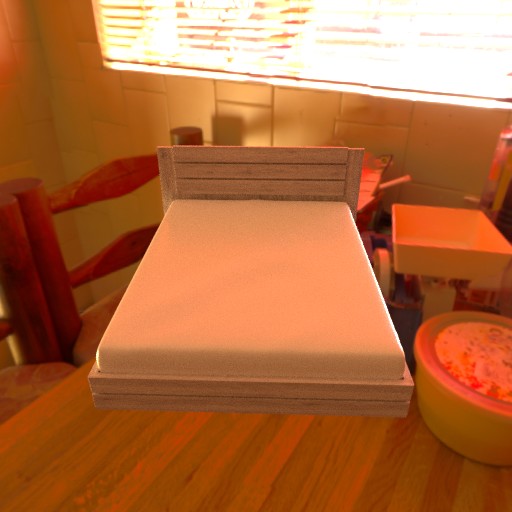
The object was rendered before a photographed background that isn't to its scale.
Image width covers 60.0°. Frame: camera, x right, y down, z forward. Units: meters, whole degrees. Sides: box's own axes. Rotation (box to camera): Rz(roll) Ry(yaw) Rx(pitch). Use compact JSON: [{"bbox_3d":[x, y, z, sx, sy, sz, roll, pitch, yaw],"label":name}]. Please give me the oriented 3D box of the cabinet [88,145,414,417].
[{"bbox_3d":[0.000,0.000,3.078,1.750,0.970,2.080,1,29,2],"label":"cabinet"}]
